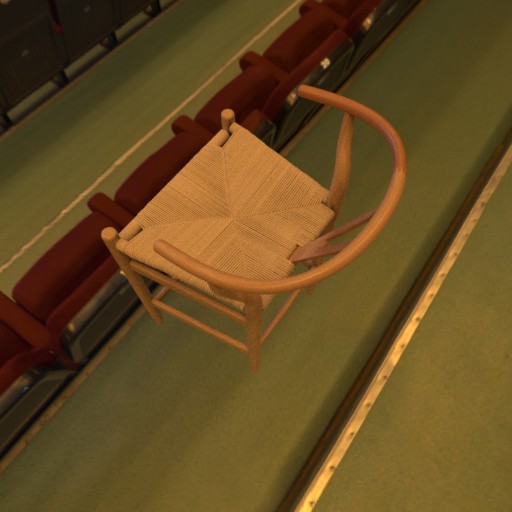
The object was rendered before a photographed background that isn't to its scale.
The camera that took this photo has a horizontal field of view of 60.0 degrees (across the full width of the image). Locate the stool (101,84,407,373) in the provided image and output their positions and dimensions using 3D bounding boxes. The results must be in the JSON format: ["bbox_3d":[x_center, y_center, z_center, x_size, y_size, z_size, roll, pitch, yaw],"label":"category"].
[{"bbox_3d":[0.000,0.000,1.271,0.575,0.923,0.536,32,67,15],"label":"stool"}]
